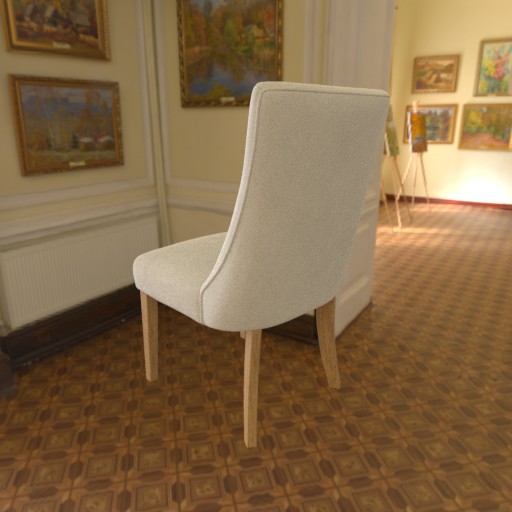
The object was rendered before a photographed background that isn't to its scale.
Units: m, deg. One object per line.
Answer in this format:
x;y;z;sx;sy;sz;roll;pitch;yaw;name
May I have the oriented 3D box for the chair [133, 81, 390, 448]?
0.000;0.000;1.291;0.495;0.902;0.610;-16;23;-42;chair
